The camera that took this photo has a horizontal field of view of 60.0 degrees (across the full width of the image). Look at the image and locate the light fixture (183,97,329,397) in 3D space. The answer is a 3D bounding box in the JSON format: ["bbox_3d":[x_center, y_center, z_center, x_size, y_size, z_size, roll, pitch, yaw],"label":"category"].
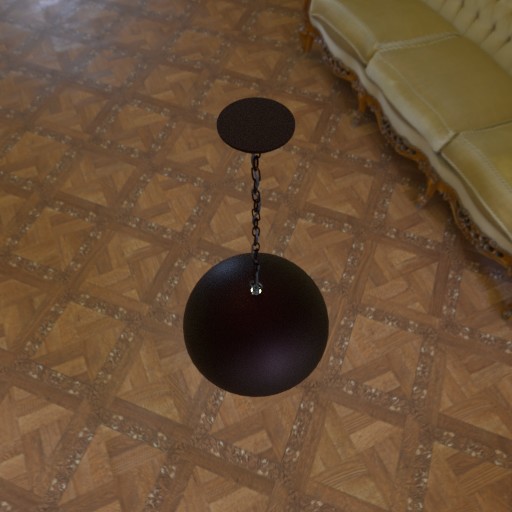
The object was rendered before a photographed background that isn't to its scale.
[{"bbox_3d":[0.000,0.000,1.144,0.492,0.869,0.492,17,59,10],"label":"light fixture"}]
